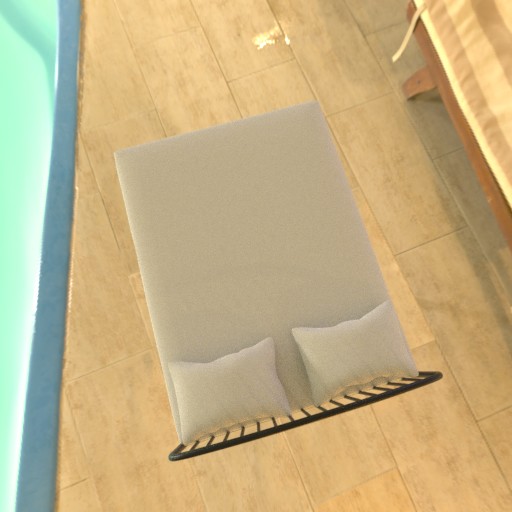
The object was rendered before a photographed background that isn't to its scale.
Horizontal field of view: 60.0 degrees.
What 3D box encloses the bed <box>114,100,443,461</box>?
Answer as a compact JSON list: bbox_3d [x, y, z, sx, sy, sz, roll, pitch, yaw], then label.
[{"bbox_3d":[0.000,0.000,3.093,1.618,1.166,2.159,-16,76,-4],"label":"bed"}]
